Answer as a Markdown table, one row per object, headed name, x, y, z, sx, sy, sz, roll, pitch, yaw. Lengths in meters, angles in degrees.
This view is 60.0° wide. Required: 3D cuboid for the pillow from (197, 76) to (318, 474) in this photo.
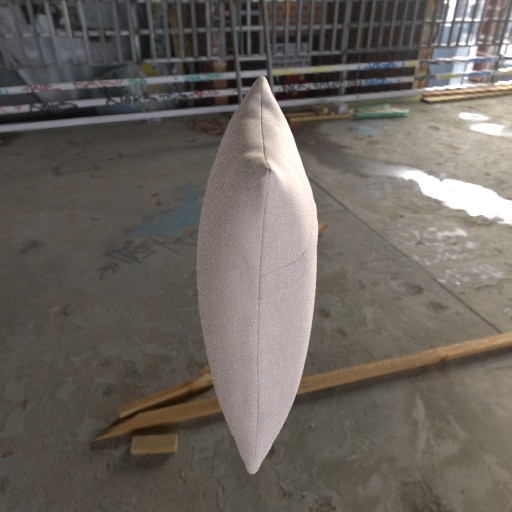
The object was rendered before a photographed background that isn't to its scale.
| name | x | y | z | sx | sy | sz | roll | pitch | yaw |
| --- | --- | --- | --- | --- | --- | --- | --- | --- | --- |
| pillow | 0.000 | 0.000 | 0.666 | 0.173 | 0.436 | 0.433 | 0 | 32 | 0 |
